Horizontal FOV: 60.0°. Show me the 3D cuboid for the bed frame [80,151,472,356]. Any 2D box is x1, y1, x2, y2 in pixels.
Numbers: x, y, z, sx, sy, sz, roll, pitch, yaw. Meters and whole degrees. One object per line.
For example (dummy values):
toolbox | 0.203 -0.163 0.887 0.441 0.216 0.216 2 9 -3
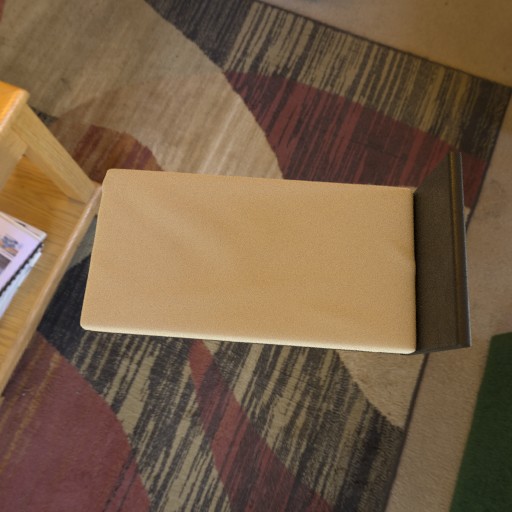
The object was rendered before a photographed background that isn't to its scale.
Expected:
bed frame | 0.000 0.000 2.574 2.152 1.046 1.038 4 75 1
